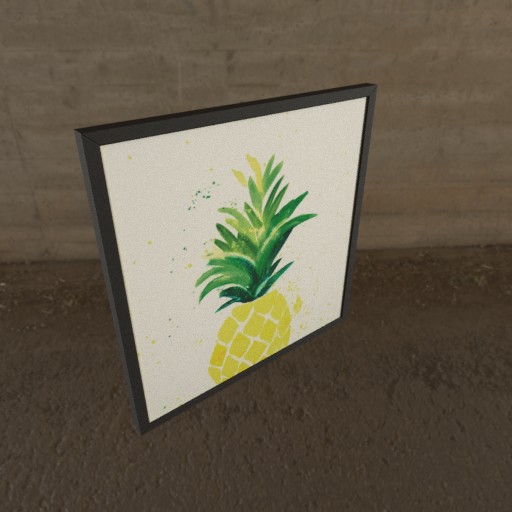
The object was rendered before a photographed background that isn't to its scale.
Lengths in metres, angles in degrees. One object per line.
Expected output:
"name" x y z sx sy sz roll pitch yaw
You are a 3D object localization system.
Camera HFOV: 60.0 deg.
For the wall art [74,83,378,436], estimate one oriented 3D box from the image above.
"wall art" 0.000 0.000 1.139 0.762 0.760 0.037 -21 37 -32
